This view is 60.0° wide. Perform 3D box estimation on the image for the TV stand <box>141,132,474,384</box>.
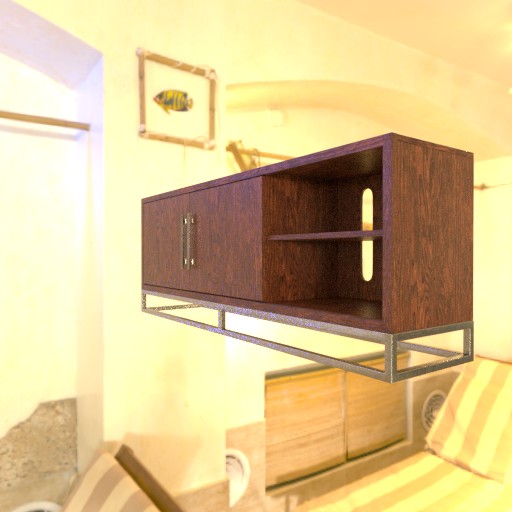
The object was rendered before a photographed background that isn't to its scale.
[{"bbox_3d":[0.000,0.000,1.741,0.382,0.578,1.541,0,0,-36],"label":"TV stand"}]
